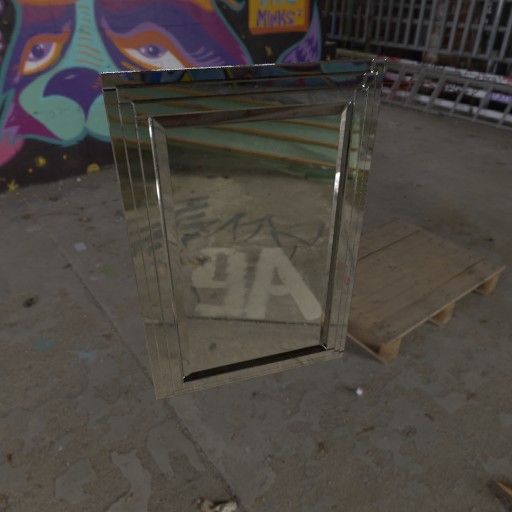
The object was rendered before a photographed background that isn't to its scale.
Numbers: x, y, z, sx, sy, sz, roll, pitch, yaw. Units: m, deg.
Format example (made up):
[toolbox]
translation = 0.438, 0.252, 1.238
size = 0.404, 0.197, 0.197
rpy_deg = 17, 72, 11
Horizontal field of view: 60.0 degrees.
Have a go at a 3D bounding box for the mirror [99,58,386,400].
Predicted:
[mirror]
translation = 0.000, 0.000, 1.147
size = 0.613, 0.914, 0.039
rpy_deg = -9, 33, -14
